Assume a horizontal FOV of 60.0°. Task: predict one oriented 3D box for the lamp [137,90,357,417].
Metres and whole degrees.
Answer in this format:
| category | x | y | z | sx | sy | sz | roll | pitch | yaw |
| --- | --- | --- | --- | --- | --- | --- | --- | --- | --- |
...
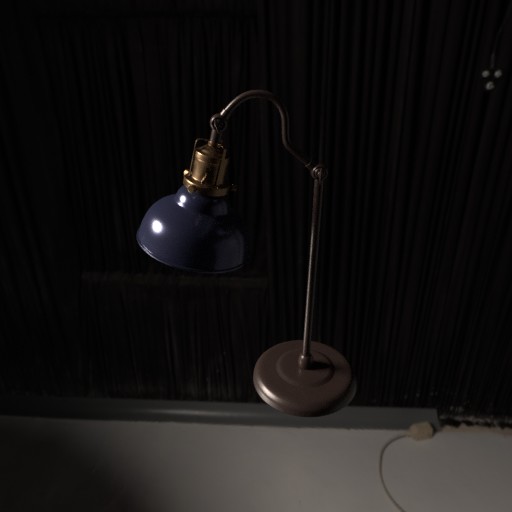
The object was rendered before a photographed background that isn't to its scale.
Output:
| category | x | y | z | sx | sy | sz | roll | pitch | yaw |
| --- | --- | --- | --- | --- | --- | --- | --- | --- | --- |
| lamp | 0.000 | 0.000 | 0.720 | 0.374 | 0.508 | 0.192 | 1 | 27 | 2 |
